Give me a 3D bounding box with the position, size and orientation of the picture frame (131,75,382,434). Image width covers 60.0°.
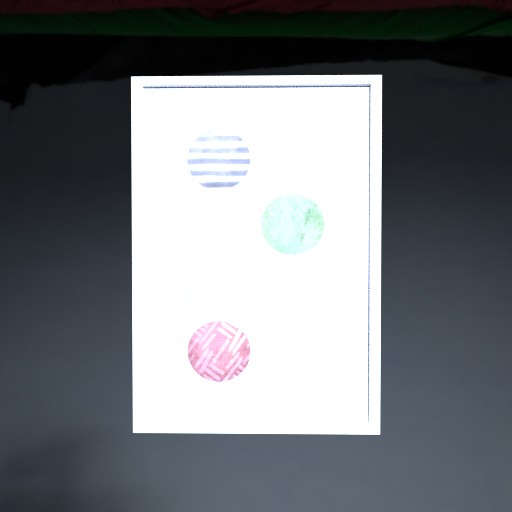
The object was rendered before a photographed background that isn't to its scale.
[{"bbox_3d":[0.000,0.000,0.821,0.457,0.657,0.013,0,1,1],"label":"picture frame"}]
